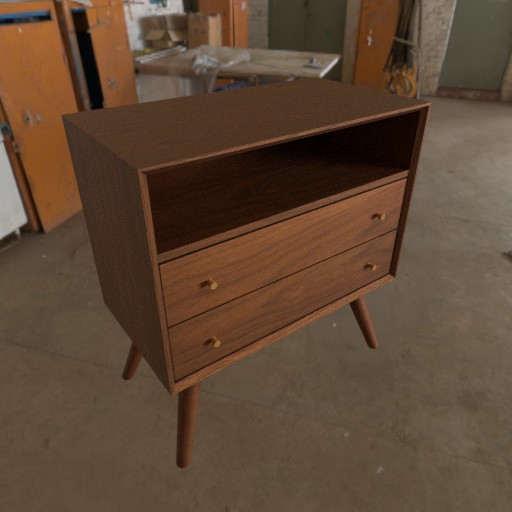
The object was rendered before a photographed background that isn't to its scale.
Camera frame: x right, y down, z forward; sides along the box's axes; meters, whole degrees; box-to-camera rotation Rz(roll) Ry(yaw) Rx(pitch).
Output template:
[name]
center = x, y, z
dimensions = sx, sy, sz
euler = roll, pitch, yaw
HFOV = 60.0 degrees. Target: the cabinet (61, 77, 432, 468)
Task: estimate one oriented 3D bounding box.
[cabinet]
center = 0.000, 0.000, 1.152
dimensions = 0.712, 0.748, 0.388
euler = -21, 38, -30
